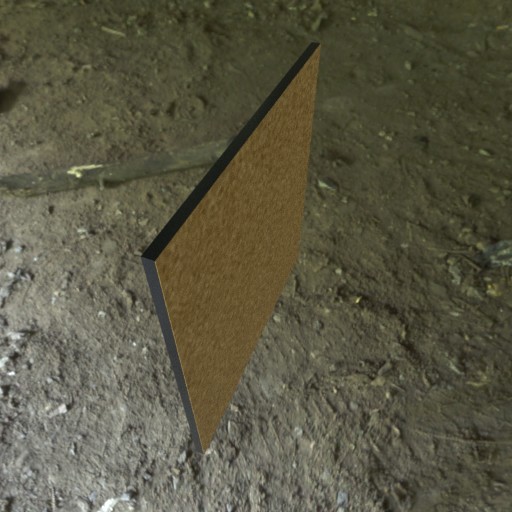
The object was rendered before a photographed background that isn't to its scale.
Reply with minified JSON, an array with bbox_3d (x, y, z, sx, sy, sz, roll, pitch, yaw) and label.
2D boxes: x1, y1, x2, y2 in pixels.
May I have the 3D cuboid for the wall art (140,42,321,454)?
[{"bbox_3d":[0.000,0.000,0.653,0.014,0.445,0.446,17,50,15],"label":"wall art"}]
